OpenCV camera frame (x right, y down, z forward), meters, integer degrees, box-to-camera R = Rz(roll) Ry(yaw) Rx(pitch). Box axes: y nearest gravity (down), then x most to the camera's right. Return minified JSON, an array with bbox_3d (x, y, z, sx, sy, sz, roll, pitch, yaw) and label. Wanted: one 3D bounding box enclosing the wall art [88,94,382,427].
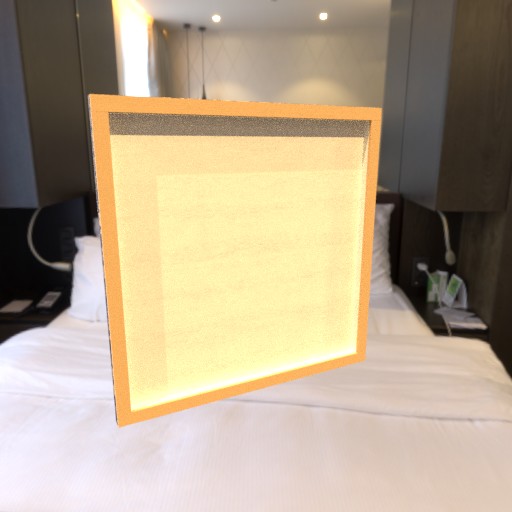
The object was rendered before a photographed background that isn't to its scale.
[{"bbox_3d":[0.000,0.000,1.388,0.914,0.914,0.038,-7,16,-26],"label":"wall art"}]
